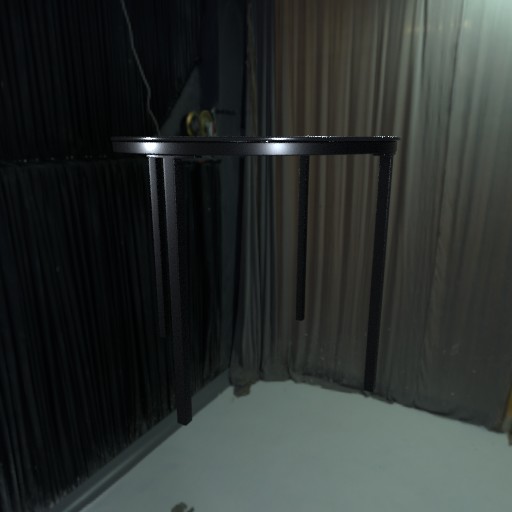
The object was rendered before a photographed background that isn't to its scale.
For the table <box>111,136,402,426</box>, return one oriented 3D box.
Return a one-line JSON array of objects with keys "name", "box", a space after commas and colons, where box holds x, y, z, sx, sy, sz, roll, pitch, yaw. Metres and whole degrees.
[{"name": "table", "box": [0.000, 0.000, 0.853, 0.499, 0.443, 0.499, 0, 15, 0]}]
